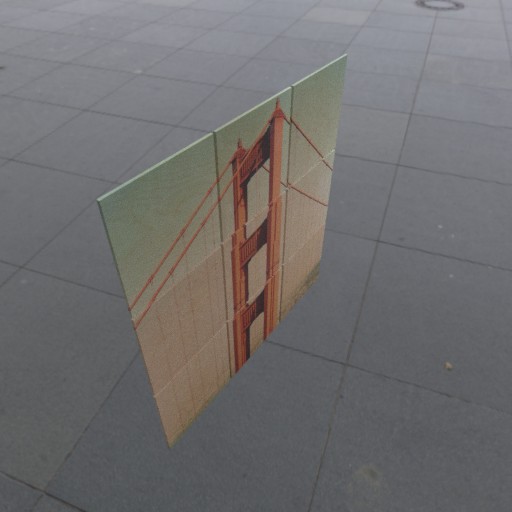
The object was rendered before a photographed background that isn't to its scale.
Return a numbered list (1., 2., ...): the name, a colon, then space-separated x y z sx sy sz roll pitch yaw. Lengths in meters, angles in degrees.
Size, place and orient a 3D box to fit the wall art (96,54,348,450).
1. wall art: 0.000 0.000 2.198 0.013 1.523 1.517 25 48 26
